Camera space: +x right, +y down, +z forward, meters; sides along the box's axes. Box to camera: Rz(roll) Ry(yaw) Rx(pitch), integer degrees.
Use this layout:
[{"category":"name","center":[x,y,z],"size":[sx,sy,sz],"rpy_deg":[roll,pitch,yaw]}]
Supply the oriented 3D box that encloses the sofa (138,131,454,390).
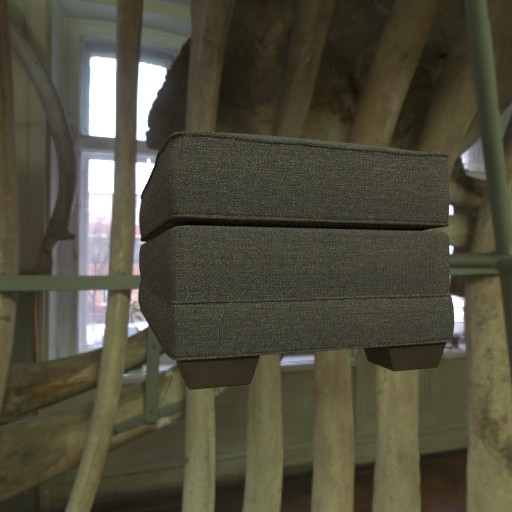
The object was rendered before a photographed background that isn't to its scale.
[{"category":"sofa","center":[0.000,0.000,1.206],"size":[0.578,0.457,0.854],"rpy_deg":[0,-1,-18]}]
